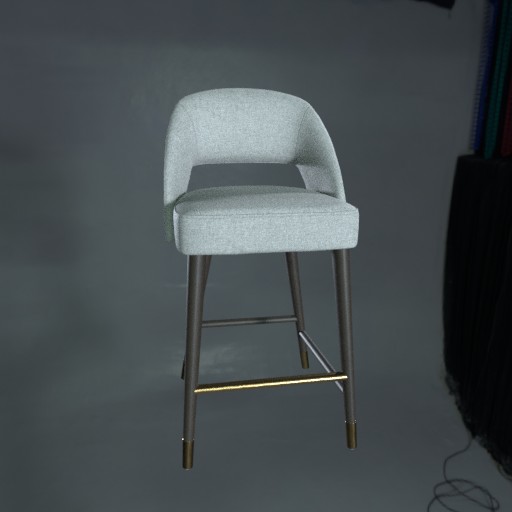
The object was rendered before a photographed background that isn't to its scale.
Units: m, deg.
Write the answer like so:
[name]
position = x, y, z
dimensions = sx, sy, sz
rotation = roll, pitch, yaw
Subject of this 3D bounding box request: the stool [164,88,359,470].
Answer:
[stool]
position = 0.000, 0.000, 1.247
dimensions = 0.494, 0.940, 0.509
rotation = -3, 15, -10
